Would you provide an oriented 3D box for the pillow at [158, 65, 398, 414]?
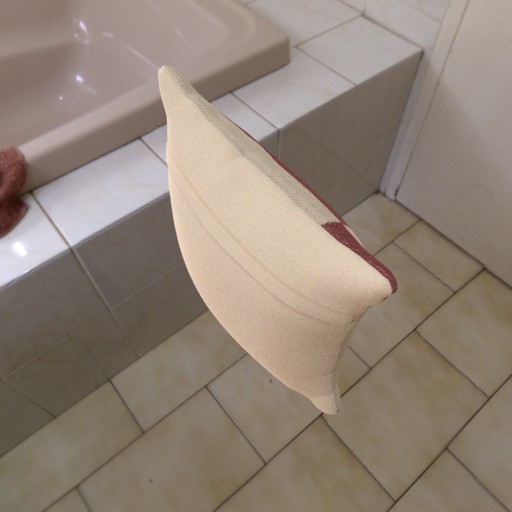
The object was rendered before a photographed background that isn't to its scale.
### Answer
[{"bbox_3d":[0.000,0.000,0.804,0.229,0.506,0.536,-32,62,-20],"label":"pillow"}]
